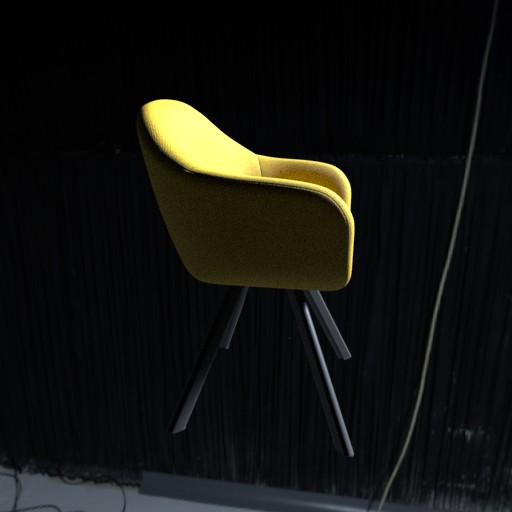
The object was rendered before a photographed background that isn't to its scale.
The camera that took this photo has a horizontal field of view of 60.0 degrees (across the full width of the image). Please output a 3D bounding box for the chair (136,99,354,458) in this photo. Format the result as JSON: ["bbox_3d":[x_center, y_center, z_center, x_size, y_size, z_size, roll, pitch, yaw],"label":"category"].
[{"bbox_3d":[0.000,0.000,1.187,0.550,0.795,0.590,3,16,11],"label":"chair"}]
